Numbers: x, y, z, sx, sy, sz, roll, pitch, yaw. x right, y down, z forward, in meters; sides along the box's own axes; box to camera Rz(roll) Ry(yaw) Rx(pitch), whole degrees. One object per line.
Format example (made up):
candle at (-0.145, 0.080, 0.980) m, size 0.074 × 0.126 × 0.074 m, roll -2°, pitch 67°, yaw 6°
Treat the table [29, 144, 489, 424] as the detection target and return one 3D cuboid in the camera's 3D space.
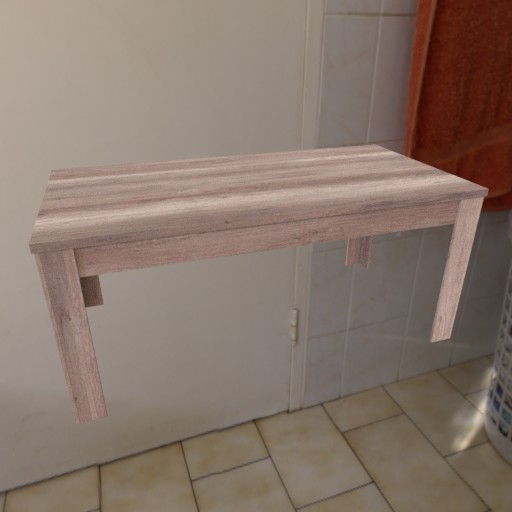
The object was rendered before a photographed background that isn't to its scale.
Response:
table at (0.000, 0.000, 2.204) m, size 1.800 × 0.790 × 0.900 m, roll -8°, pitch 28°, yaw -16°
